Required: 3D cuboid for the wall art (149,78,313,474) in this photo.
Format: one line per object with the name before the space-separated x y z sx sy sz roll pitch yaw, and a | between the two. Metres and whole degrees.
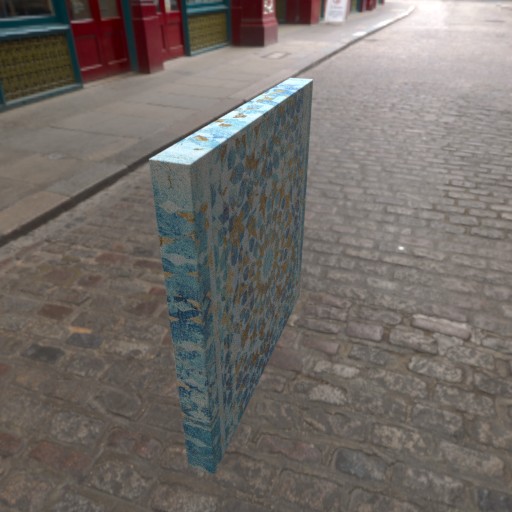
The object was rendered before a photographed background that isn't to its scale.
wall art | 0.000 0.000 0.620 0.037 0.405 0.405 11 33 17
